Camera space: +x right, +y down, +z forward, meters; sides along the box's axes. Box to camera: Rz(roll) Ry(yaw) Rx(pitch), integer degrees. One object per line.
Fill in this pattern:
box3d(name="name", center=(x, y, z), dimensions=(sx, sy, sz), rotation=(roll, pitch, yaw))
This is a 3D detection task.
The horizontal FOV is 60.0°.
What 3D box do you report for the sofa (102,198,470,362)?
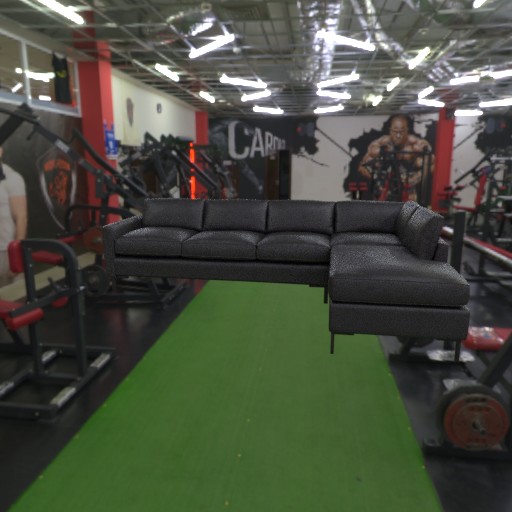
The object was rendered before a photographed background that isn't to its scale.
box3d(name="sofa", center=(0.000, 0.000, 3.845), dimensions=(2.984, 0.877, 1.938), rotation=(2, 12, 9))
